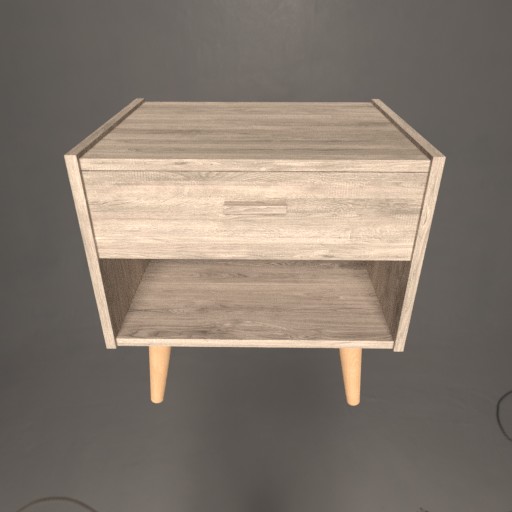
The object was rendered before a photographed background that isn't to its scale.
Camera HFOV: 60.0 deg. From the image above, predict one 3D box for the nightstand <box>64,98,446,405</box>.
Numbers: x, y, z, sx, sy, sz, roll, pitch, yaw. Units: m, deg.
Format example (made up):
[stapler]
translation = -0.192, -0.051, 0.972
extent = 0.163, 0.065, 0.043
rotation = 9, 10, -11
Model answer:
[nightstand]
translation = 0.000, 0.000, 0.839
extent = 0.480, 0.500, 0.380
rotation = 0, 30, 1
